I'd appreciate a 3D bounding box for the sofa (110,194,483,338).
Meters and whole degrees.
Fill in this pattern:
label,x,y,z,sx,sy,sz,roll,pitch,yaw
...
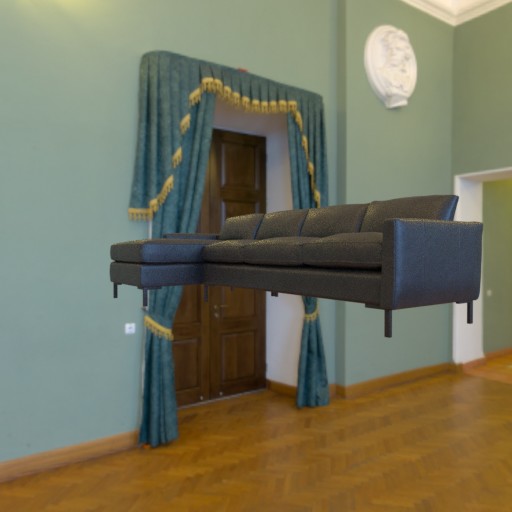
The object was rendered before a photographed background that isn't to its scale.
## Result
label,x,y,z,sx,sy,sz,roll,pitch,yaw
sofa,0.000,0.000,3.626,1.471,0.859,2.993,-1,1,-36
